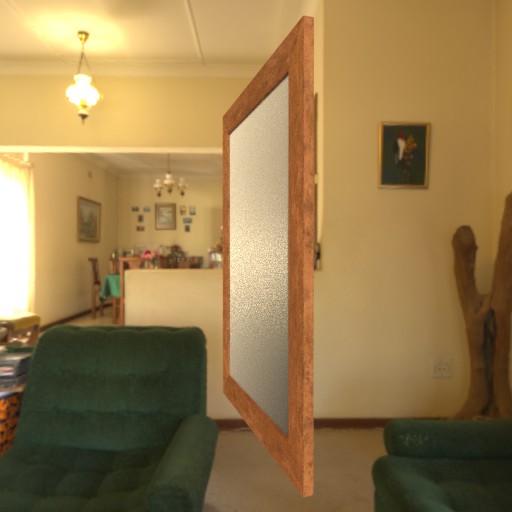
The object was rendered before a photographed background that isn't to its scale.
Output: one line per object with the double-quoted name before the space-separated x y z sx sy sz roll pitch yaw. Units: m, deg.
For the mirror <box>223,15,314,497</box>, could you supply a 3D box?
"mirror" 0.000 0.000 1.391 0.028 1.099 0.796 0 1 -18
